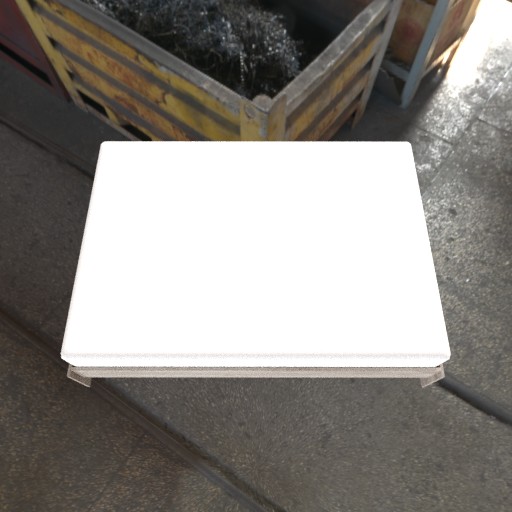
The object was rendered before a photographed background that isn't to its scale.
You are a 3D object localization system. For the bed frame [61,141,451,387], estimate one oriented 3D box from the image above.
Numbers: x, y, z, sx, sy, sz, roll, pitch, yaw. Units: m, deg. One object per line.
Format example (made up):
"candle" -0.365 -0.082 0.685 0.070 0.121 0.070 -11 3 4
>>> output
"bed frame" 0.000 0.000 2.656 1.945 0.497 1.445 0 64 0
